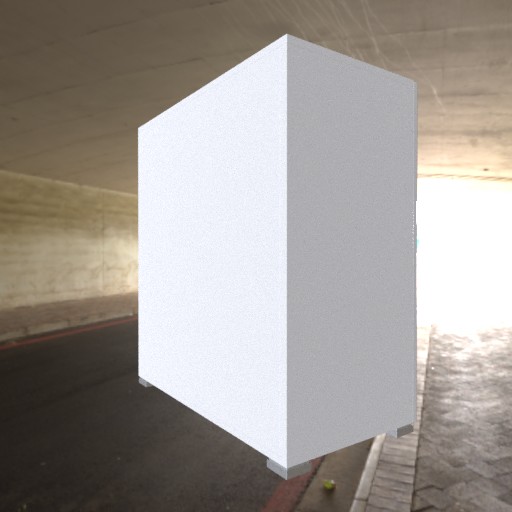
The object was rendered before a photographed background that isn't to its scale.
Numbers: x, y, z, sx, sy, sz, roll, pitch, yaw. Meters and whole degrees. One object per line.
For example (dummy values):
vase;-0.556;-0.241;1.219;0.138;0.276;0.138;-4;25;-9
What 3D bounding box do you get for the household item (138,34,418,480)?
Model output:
household item;0.000;0.000;1.311;0.420;0.870;0.800;0;1;-35
